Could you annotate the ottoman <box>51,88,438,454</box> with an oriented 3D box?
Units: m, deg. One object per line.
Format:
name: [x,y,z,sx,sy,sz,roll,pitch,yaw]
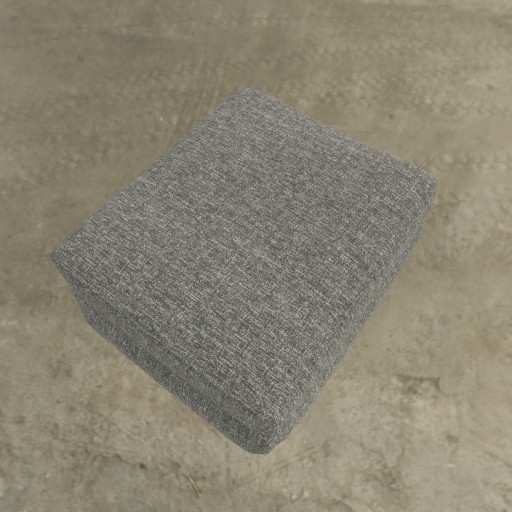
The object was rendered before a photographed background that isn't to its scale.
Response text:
ottoman: [0.000,0.000,1.231,0.683,0.480,0.828,32,63,18]
